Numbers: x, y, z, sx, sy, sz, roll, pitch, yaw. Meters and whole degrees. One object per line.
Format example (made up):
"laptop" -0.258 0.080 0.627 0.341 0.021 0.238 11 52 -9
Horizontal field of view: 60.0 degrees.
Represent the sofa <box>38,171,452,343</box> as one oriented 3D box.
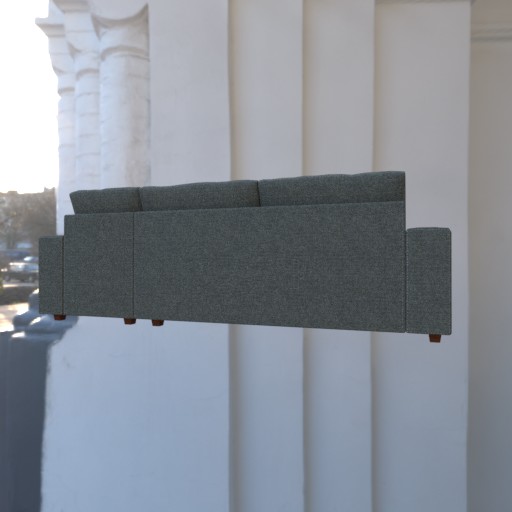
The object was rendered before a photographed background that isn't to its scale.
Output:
"sofa" 0.000 0.000 3.514 2.718 0.940 1.689 0 0 19
